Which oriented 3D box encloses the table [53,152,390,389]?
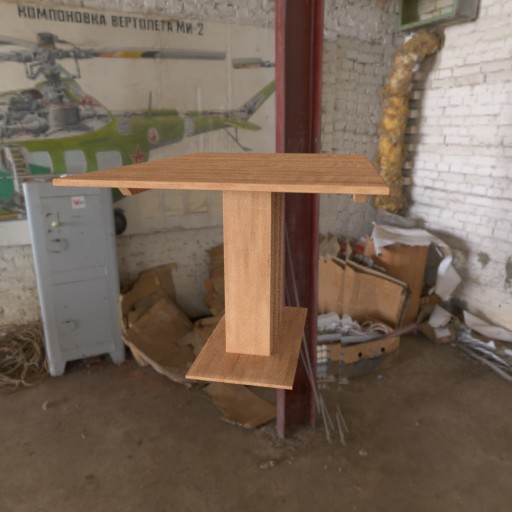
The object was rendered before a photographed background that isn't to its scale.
[{"bbox_3d":[0.000,0.000,1.864,0.900,0.770,1.300,3,17,10],"label":"table"}]
